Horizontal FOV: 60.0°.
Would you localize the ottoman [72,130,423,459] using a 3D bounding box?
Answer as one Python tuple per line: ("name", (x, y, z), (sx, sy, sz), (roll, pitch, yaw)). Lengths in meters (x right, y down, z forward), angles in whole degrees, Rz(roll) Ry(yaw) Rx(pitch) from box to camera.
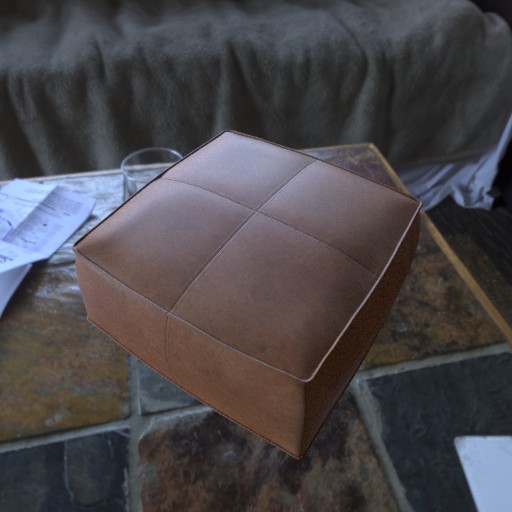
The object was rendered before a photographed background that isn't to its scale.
("ottoman", (0.000, 0.000, 1.485), (0.902, 0.395, 0.901), (26, 52, 22))
